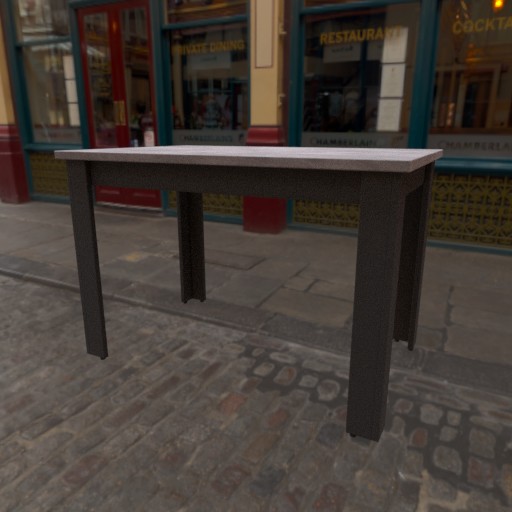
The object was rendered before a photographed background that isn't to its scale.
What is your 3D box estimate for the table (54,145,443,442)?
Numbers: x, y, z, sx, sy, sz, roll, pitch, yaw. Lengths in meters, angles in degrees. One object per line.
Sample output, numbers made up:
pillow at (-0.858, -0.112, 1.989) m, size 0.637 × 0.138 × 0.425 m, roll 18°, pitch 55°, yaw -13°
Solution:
table at (0.000, 0.000, 1.579) m, size 1.100 × 0.734 × 0.700 m, roll 8°, pitch 17°, yaw 26°
